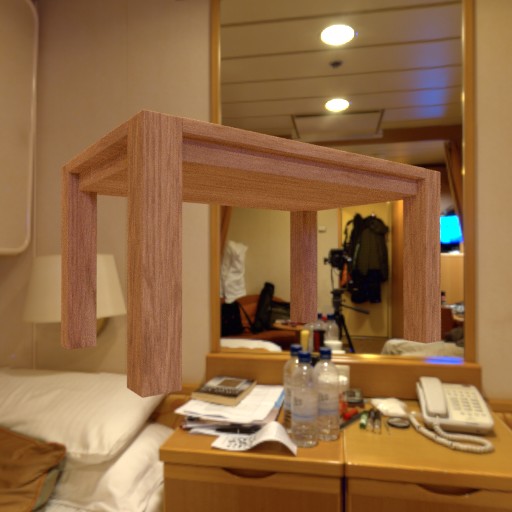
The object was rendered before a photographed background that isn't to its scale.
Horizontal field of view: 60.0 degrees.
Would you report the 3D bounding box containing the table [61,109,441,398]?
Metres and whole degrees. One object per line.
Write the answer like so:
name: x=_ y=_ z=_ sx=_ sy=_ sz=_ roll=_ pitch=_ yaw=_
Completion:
table: x=0.000 y=0.000 z=1.939 sx=1.400 sy=0.760 sz=0.900 roll=0 pitch=-1 yaw=-36
